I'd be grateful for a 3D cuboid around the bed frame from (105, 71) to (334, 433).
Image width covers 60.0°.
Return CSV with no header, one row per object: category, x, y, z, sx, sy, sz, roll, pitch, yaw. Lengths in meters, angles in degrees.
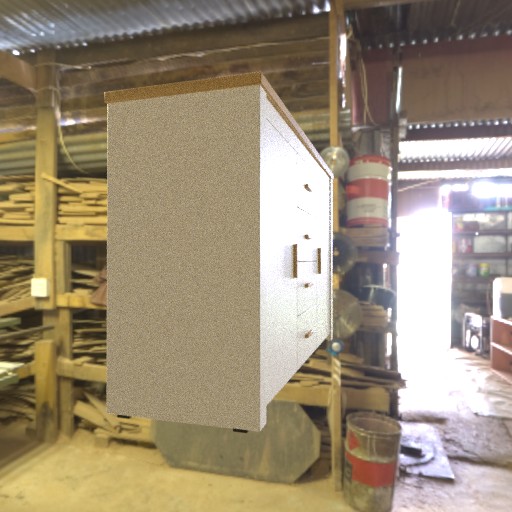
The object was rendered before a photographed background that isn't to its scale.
bed frame,0.000,0.000,1.716,0.430,0.850,1.300,0,-1,17
